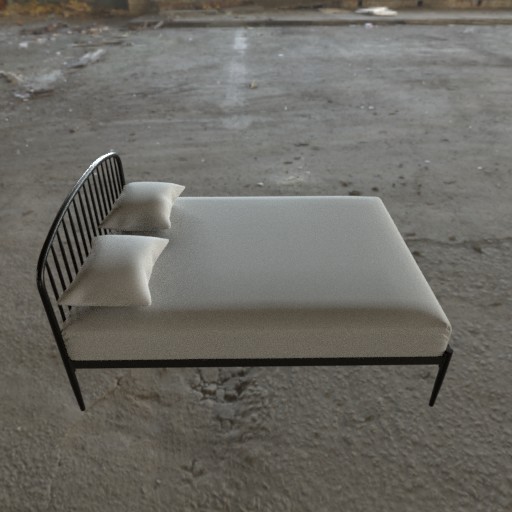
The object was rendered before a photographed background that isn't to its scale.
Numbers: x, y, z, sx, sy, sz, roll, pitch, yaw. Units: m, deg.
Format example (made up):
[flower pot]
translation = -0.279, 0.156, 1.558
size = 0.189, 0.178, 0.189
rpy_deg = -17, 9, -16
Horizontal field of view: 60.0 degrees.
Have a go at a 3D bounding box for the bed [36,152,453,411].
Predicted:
[bed]
translation = 0.000, 0.000, 3.029
size = 2.159, 1.166, 1.618
rpy_deg = 0, 34, -1
